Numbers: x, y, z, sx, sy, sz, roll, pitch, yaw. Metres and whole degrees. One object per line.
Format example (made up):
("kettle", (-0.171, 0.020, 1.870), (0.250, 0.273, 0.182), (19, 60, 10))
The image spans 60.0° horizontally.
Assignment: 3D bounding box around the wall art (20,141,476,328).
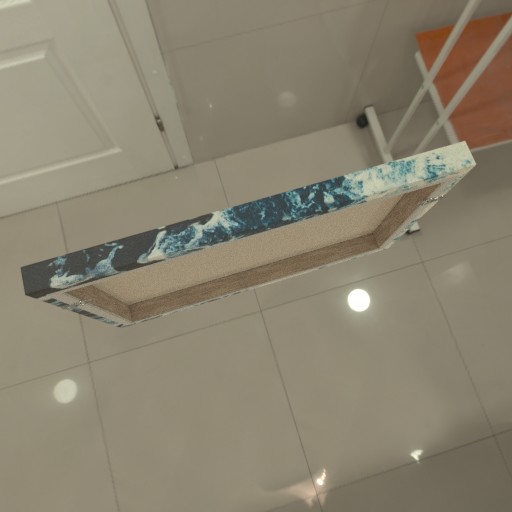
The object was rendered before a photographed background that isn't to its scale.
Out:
("wall art", (0.000, 0.000, 0.771), (0.609, 0.407, 0.043), (-16, 76, -4))
